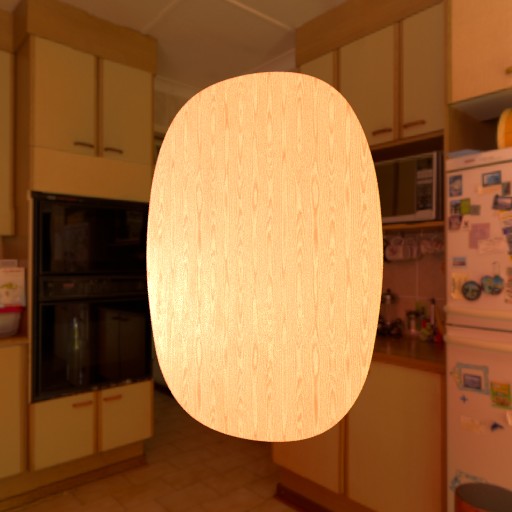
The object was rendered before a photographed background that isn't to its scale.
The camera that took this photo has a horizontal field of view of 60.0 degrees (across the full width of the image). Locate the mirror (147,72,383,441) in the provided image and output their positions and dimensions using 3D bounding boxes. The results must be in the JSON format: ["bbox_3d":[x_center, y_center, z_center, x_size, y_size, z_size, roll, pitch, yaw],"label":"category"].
[{"bbox_3d":[0.000,0.000,1.316,0.724,1.075,0.037,0,-1,18],"label":"mirror"}]
